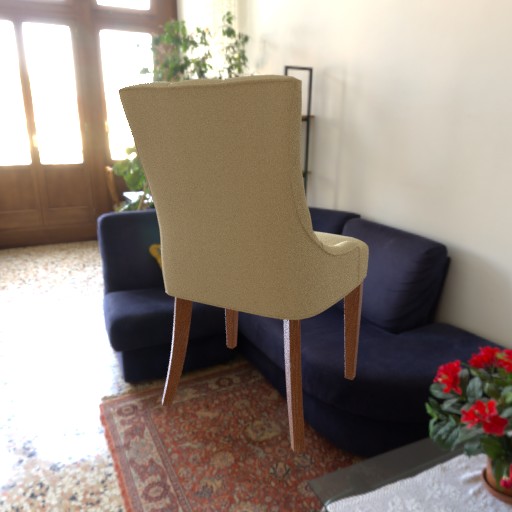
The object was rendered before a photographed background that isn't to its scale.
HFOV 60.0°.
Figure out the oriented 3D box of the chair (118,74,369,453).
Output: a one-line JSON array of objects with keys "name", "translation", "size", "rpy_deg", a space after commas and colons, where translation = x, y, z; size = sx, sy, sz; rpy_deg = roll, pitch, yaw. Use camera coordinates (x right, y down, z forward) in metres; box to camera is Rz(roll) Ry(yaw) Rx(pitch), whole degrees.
[{"name": "chair", "translation": [0.000, 0.000, 1.229], "size": [0.509, 0.874, 0.565], "rpy_deg": [8, 18, 27]}]
